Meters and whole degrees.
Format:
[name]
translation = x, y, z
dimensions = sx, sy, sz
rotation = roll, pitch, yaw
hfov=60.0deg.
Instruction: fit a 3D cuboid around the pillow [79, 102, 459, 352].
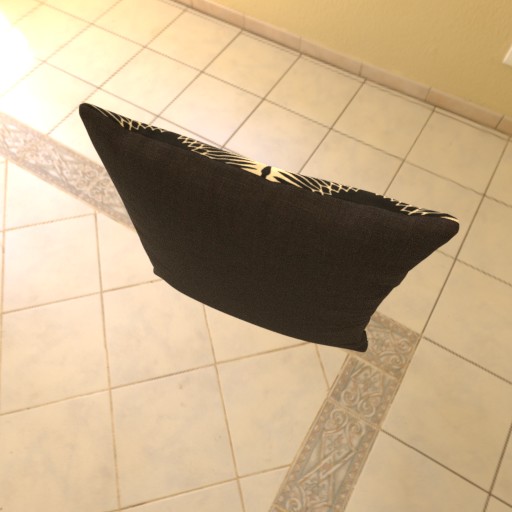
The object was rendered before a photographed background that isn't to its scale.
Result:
[pillow]
translation = 0.000, 0.000, 0.652
dimensions = 0.432, 0.432, 0.139
rotation = 20, 64, 10
